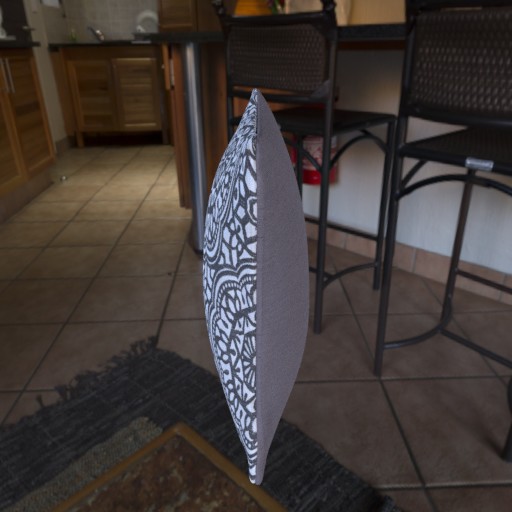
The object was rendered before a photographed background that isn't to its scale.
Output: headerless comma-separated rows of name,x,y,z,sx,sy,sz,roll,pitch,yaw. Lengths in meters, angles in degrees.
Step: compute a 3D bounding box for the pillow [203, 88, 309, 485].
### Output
pillow,0.000,0.000,0.640,0.148,0.417,0.436,0,26,0
